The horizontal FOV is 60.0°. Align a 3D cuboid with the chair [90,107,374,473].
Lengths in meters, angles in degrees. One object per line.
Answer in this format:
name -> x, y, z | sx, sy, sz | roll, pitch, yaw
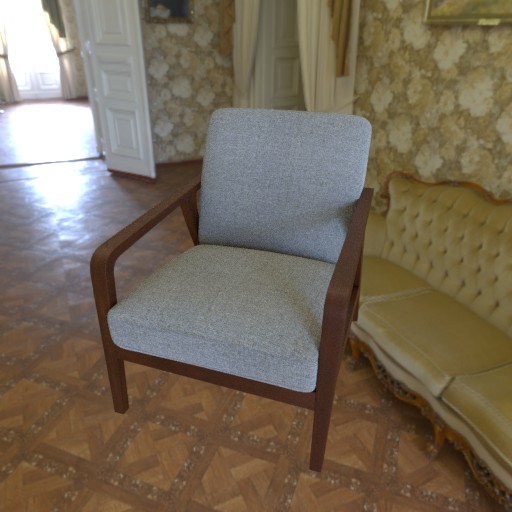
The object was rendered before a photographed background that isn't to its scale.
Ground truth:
chair -> 0.000, 0.000, 1.484 | 0.704, 0.847, 0.858 | 9, 28, 17
